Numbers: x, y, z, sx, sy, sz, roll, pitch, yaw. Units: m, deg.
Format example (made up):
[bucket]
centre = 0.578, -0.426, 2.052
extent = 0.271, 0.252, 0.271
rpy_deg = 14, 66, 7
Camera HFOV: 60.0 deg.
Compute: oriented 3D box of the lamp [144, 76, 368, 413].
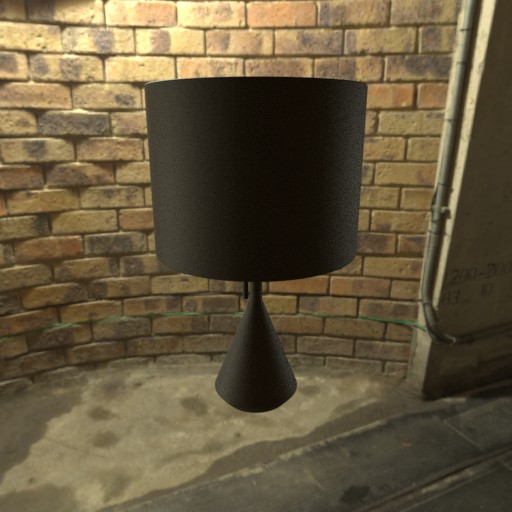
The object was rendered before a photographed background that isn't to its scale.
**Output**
[lamp]
centre = 0.000, 0.000, 0.816
extent = 0.359, 0.584, 0.359
rpy_deg = 8, 19, 26
